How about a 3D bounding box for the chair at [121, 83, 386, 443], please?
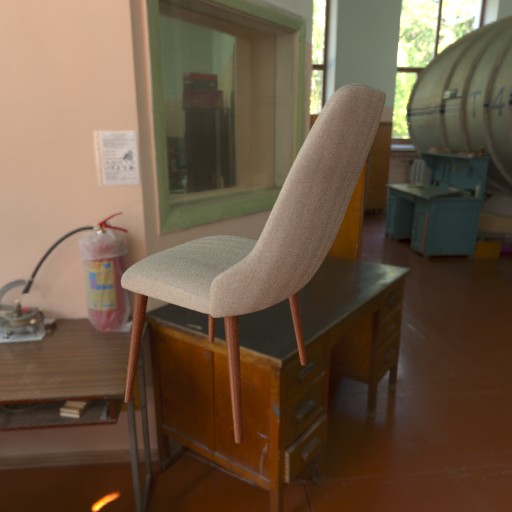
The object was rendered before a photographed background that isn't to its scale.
[{"bbox_3d":[0.000,0.000,1.328,0.684,0.917,0.526,8,17,27],"label":"chair"}]
